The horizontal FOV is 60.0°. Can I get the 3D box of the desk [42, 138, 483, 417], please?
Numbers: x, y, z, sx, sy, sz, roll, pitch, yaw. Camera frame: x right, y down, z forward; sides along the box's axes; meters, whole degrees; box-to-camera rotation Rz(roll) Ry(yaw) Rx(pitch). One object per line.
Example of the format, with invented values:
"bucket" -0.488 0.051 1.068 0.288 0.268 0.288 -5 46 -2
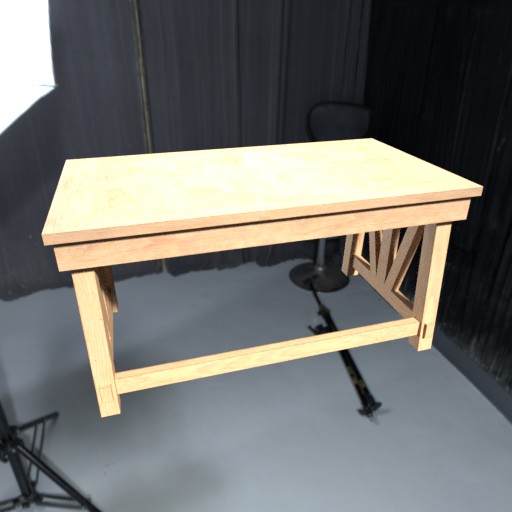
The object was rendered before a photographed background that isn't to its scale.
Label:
"desk" 0.000 0.000 1.960 1.499 0.762 0.813 -8 28 -14
